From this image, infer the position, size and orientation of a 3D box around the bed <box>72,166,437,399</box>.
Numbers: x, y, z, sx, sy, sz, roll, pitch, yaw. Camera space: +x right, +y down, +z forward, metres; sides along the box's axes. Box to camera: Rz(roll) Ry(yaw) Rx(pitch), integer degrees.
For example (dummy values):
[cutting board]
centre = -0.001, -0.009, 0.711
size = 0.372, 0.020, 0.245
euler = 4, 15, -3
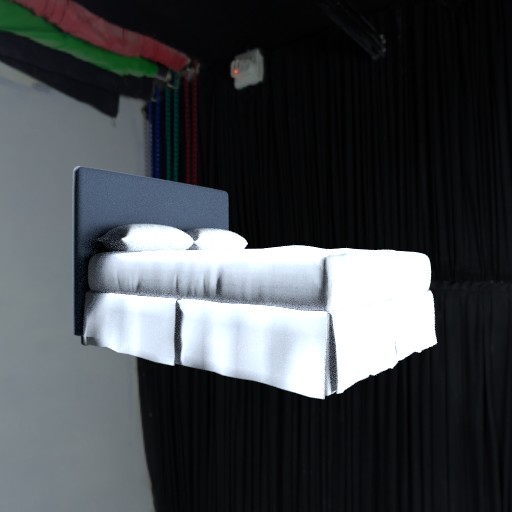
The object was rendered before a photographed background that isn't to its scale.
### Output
[bed]
centre = 0.000, 0.000, 3.266
size = 2.162, 1.330, 1.713
euler = 0, 0, 38
